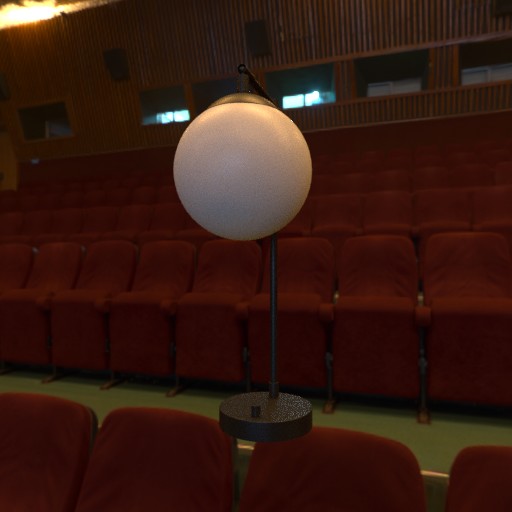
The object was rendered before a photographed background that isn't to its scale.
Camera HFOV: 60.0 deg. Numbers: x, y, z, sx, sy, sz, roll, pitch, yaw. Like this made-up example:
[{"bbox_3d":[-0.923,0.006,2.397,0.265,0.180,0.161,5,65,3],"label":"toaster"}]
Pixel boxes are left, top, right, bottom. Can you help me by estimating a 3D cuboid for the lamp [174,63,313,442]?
[{"bbox_3d":[0.000,0.000,0.694,0.197,0.559,0.316,0,-1,18],"label":"lamp"}]
